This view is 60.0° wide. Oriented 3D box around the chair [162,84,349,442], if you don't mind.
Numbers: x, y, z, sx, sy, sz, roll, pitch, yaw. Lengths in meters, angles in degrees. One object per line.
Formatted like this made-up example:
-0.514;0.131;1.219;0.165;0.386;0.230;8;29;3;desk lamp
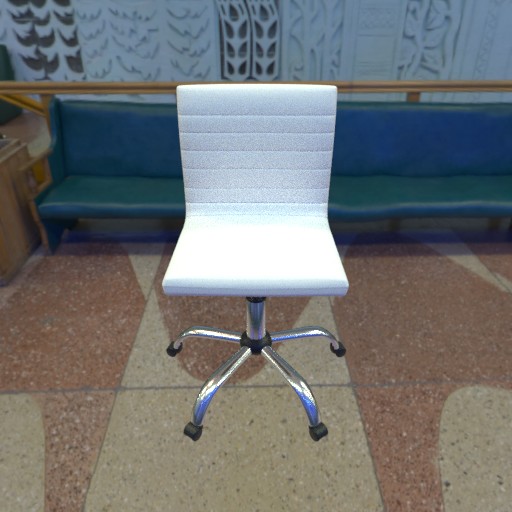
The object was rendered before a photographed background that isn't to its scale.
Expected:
0.000;0.000;1.133;0.556;0.780;0.530;0;31;0;chair
